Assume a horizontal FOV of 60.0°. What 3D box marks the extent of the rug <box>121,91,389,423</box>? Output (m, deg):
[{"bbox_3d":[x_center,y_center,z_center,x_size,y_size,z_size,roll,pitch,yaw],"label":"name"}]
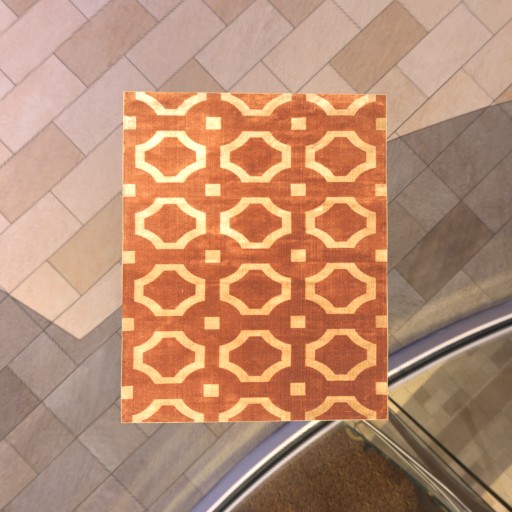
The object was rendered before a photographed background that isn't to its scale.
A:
[{"bbox_3d":[0.000,0.000,4.109,2.466,0.021,3.049,0,89,-2],"label":"rug"}]
